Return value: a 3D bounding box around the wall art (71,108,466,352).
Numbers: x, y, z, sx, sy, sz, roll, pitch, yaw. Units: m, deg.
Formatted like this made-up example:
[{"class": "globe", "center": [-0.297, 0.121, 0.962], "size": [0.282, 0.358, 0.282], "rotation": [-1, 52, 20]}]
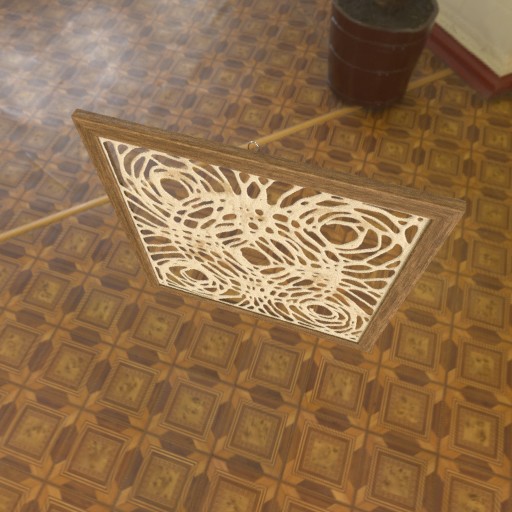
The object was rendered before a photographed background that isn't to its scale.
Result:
[{"class": "wall art", "center": [0.000, 0.000, 0.842], "size": [0.561, 0.576, 0.021], "rotation": [15, 61, 9]}]
